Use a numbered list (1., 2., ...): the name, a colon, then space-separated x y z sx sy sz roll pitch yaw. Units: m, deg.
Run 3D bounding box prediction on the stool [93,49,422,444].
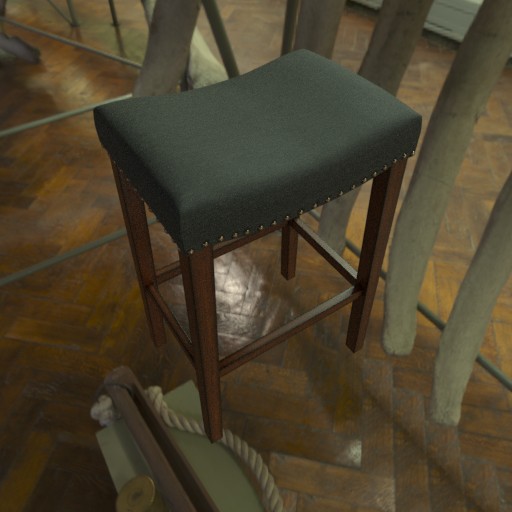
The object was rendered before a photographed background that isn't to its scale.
1. stool: 0.000 0.000 1.029 0.502 0.760 0.366 -25 52 -22
